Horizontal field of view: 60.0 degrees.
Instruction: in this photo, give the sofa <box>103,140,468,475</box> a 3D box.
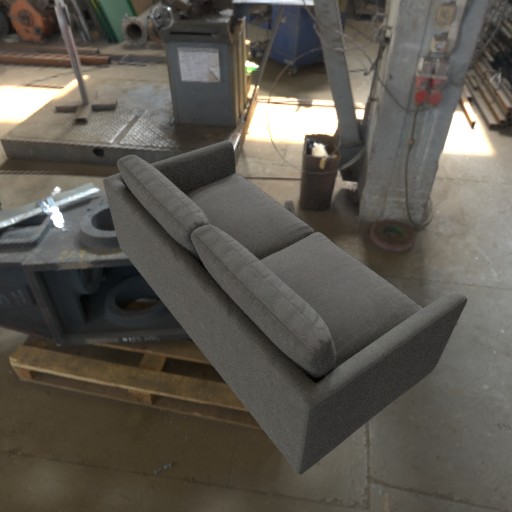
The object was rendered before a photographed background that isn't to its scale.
[{"bbox_3d":[0.000,0.000,2.852,1.092,0.838,2.257,-25,47,-27],"label":"sofa"}]
